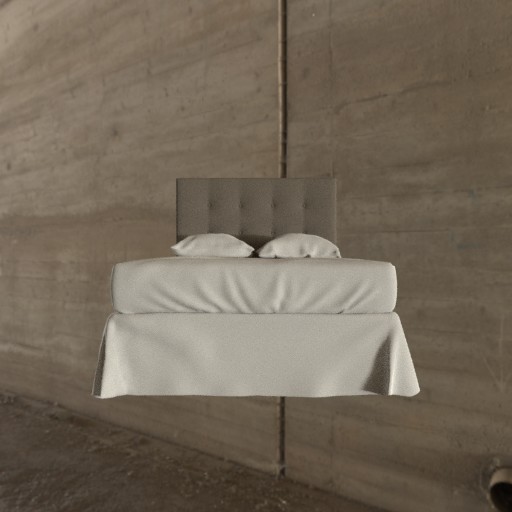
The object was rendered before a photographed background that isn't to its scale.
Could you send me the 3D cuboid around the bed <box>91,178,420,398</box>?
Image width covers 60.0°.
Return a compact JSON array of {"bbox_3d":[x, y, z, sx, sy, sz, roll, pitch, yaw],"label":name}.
[{"bbox_3d":[0.000,0.000,3.511,1.936,1.577,2.222,0,0,0],"label":"bed"}]
